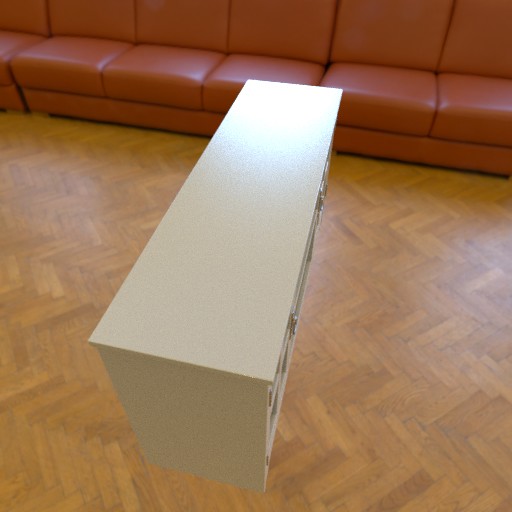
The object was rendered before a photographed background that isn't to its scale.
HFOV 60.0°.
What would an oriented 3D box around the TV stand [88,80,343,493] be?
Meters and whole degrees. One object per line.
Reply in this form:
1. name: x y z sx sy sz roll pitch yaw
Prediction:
1. TV stand: 0.000 0.000 1.388 0.344 0.603 1.167 10 45 10
